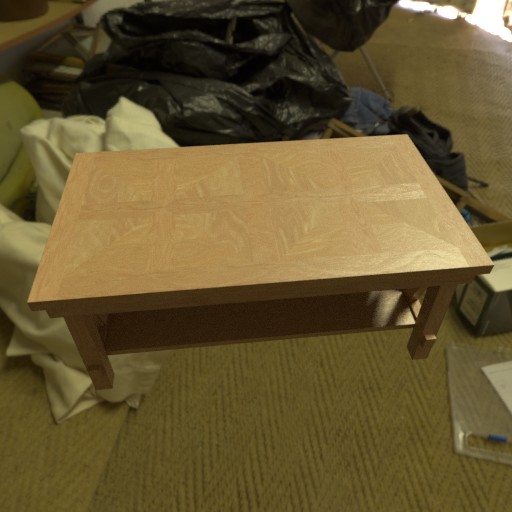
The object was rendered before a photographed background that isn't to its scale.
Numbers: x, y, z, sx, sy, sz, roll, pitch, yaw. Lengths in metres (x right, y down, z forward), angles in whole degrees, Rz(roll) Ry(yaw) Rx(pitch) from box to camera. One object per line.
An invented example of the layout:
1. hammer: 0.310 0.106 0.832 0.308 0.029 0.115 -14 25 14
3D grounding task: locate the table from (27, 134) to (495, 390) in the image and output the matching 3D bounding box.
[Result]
1. table: 0.000 0.000 1.624 1.270 0.507 0.711 -4 45 -4
